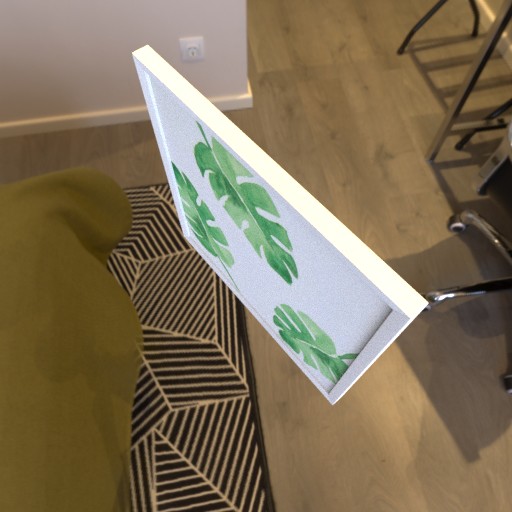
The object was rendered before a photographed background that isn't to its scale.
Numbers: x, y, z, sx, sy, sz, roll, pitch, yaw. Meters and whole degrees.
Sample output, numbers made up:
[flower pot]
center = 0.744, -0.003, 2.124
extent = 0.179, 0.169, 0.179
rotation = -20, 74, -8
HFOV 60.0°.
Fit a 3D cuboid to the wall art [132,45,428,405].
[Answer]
[wall art]
center = 0.000, 0.000, 1.132
extent = 0.040, 0.762, 0.762
rotation = -37, 68, -17
